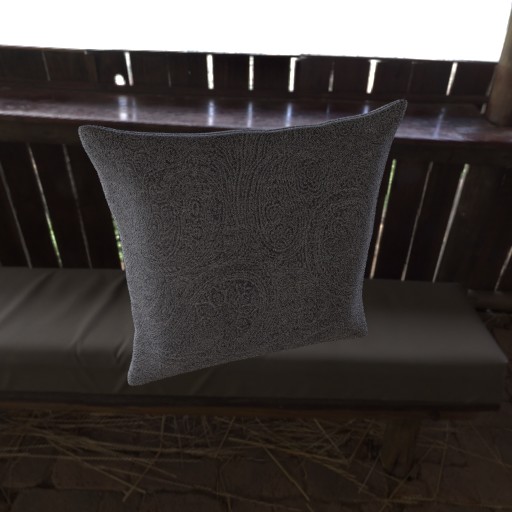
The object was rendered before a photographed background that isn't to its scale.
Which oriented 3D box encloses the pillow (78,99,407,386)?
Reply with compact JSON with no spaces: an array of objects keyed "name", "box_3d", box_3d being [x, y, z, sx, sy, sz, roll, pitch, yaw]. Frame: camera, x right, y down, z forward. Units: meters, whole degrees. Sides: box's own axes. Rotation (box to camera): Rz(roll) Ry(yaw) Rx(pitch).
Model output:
[{"name":"pillow","box_3d":[0.000,0.000,0.801,0.523,0.510,0.166,-9,34,-14]}]
